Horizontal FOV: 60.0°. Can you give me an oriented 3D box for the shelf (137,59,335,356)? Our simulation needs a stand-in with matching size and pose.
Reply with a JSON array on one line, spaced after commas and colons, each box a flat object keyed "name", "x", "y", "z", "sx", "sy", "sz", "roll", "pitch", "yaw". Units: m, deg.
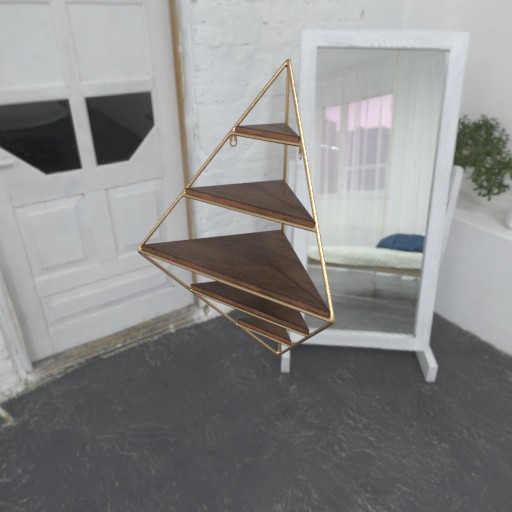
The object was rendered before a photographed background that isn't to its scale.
[{"name": "shelf", "x": 0.000, "y": 0.000, "z": 1.150, "sx": 0.564, "sy": 0.913, "sz": 0.294, "roll": 18, "pitch": 35, "yaw": 28}]
